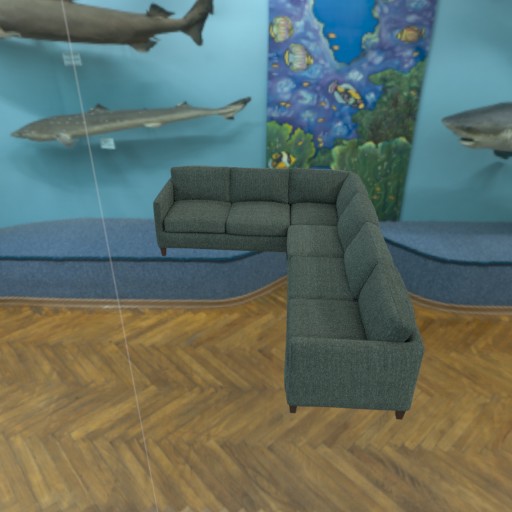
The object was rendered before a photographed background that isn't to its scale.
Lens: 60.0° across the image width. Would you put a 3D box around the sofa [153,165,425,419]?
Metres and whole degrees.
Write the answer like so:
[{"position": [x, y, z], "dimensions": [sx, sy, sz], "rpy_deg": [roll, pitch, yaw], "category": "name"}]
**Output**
[{"position": [0.000, 0.000, 4.575], "dimensions": [2.593, 0.947, 3.302], "rpy_deg": [2, 30, 4], "category": "sofa"}]
